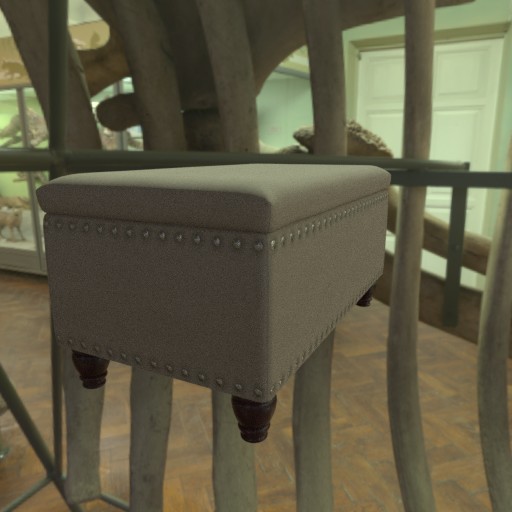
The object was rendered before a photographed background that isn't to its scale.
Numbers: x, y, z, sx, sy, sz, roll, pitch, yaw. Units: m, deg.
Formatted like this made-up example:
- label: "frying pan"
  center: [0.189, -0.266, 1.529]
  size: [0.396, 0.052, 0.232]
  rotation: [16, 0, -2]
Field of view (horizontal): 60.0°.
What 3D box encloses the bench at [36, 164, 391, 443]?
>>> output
- label: "bench"
  center: [0.000, 0.000, 1.159]
  size: [0.500, 0.449, 0.887]
  rotation: [7, 15, 26]
